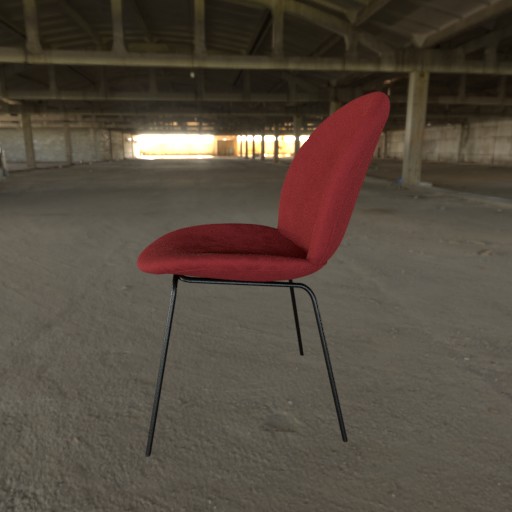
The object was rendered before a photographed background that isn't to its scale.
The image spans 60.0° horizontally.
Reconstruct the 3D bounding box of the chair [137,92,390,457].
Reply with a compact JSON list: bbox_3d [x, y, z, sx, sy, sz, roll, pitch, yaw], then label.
[{"bbox_3d":[0.000,0.000,1.132,0.587,0.791,0.458,-2,14,-7],"label":"chair"}]
